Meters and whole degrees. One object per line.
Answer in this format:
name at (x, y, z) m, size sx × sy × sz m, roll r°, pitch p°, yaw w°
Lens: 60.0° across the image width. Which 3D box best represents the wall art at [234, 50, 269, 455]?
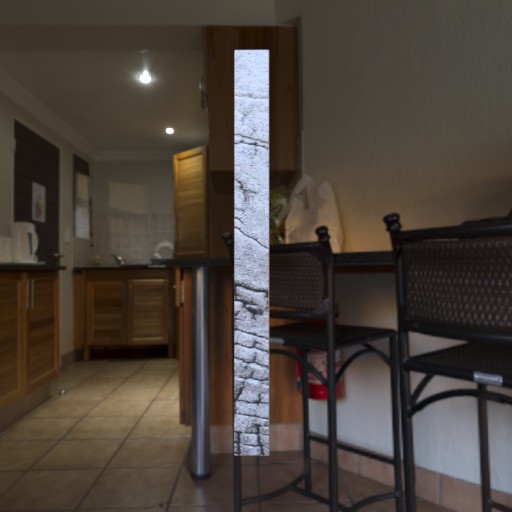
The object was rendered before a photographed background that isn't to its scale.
wall art at (0.000, 0.000, 0.751) m, size 0.035 × 0.407 × 0.613 m, roll 0°, pitch -1°, yaw 1°
